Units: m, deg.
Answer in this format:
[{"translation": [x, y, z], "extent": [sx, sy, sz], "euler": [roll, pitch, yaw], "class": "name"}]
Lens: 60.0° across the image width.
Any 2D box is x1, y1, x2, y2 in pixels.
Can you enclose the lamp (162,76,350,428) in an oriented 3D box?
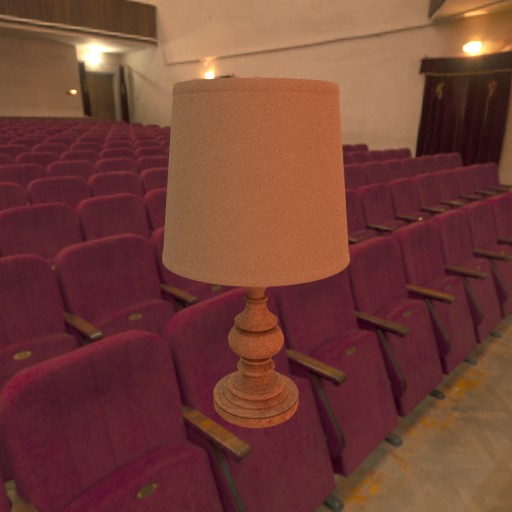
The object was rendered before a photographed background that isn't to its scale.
[{"translation": [0.000, 0.000, 0.658], "extent": [0.273, 0.497, 0.273], "euler": [0, 16, 0], "class": "lamp"}]
